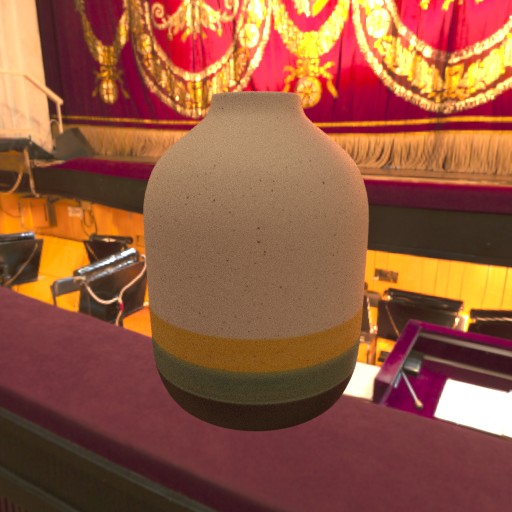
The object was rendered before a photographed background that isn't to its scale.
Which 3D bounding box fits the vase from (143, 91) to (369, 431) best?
[{"bbox_3d":[0.000,0.000,0.351,0.169,0.240,0.169,0,16,0],"label":"vase"}]
